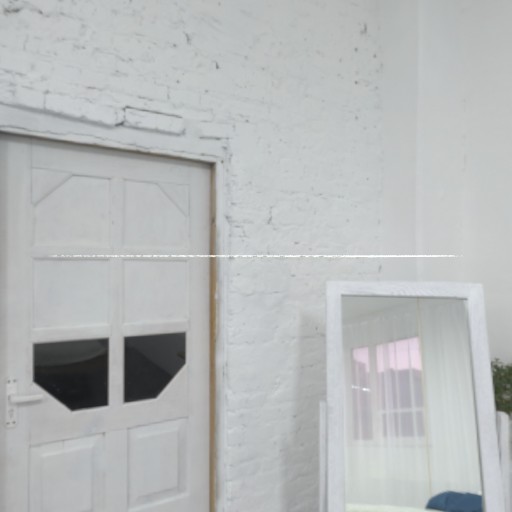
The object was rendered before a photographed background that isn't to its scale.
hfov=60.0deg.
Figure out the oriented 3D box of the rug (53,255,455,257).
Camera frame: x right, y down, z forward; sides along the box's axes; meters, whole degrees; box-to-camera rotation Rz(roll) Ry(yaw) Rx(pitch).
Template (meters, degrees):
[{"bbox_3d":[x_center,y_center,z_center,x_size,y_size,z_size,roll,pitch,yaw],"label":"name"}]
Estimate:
[{"bbox_3d":[0.000,0.000,4.240,3.196,0.007,2.354,0,0,36],"label":"rug"}]
